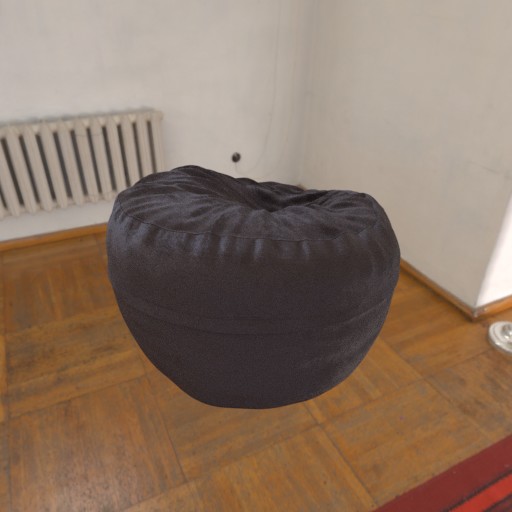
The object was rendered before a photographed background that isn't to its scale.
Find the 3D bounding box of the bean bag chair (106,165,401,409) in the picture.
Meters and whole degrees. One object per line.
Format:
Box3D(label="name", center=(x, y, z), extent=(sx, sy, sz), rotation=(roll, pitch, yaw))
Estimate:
Box3D(label="bean bag chair", center=(0.000, 0.000, 2.006), extent=(1.245, 0.821, 1.245), rotation=(0, 33, 0))
